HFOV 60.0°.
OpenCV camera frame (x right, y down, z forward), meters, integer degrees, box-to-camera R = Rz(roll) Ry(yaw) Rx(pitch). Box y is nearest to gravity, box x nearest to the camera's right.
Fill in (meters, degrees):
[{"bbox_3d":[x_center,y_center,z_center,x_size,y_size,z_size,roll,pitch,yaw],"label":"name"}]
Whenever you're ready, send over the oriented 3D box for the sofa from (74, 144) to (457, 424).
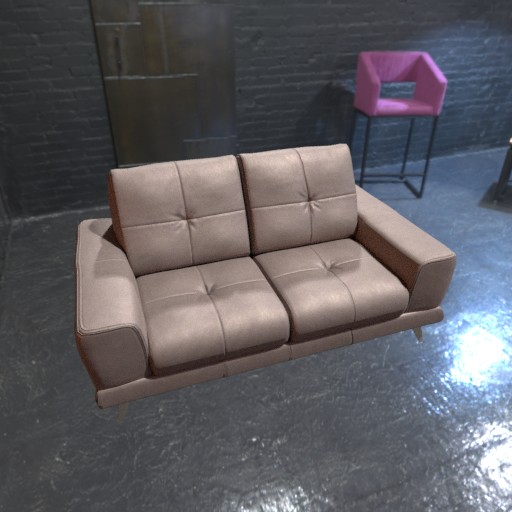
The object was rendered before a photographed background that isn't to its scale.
[{"bbox_3d":[0.000,0.000,2.348,1.806,0.907,1.018,-10,33,-16],"label":"sofa"}]
